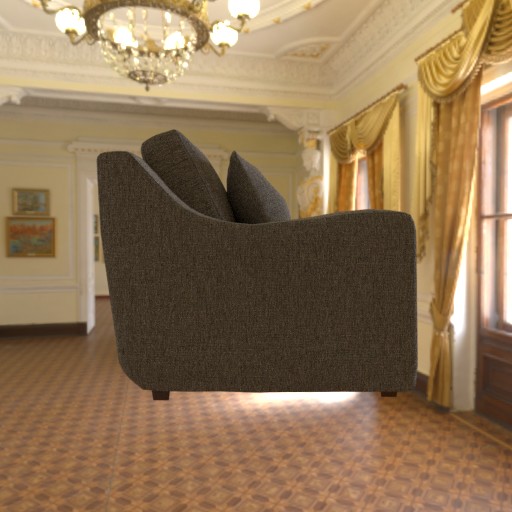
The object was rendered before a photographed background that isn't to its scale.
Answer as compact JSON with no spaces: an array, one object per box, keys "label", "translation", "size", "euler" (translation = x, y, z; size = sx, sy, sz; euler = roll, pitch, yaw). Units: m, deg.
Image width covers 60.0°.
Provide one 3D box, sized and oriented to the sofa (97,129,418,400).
[{"label":"sofa","translation":[0.000,0.000,2.361],"size":[1.120,0.991,1.778],"euler":[0,1,0]}]
